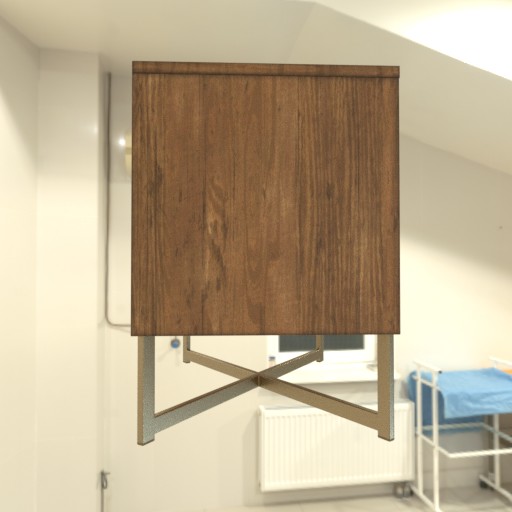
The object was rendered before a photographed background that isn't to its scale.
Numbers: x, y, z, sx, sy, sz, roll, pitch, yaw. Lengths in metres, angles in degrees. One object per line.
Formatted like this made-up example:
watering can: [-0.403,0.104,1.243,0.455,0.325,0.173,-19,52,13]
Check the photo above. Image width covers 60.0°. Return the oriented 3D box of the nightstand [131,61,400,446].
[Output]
nightstand: [0.000,0.000,1.012,0.446,0.610,0.610,0,-1,-2]
